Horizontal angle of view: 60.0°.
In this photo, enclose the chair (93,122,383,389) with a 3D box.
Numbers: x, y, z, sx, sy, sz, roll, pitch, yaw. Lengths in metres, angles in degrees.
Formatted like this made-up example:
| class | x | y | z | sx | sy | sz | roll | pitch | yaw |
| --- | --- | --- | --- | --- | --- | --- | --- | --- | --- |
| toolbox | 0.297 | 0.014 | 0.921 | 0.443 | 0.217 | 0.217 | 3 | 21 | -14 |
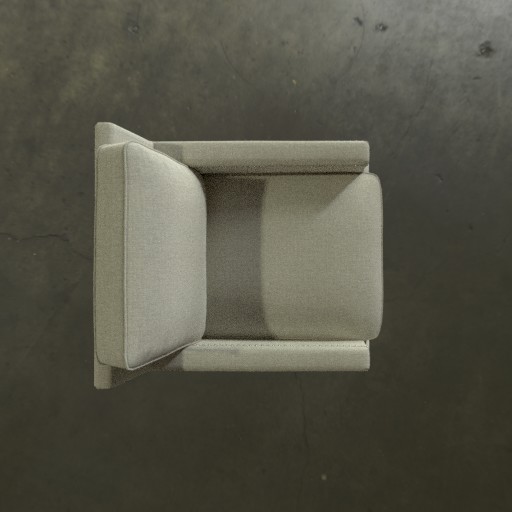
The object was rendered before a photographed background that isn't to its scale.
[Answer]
| class | x | y | z | sx | sy | sz | roll | pitch | yaw |
| --- | --- | --- | --- | --- | --- | --- | --- | --- | --- |
| chair | 0.000 | 0.000 | 1.718 | 1.014 | 0.943 | 0.853 | 0 | 90 | 1 |
